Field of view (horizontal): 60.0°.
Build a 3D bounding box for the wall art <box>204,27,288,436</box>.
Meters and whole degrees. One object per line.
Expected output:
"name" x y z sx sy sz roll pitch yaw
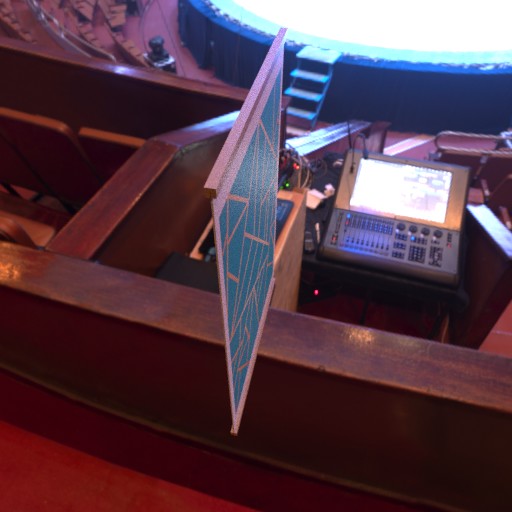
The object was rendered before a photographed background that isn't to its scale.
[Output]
"wall art" 0.000 0.000 1.919 0.030 1.519 0.990 9 48 8
